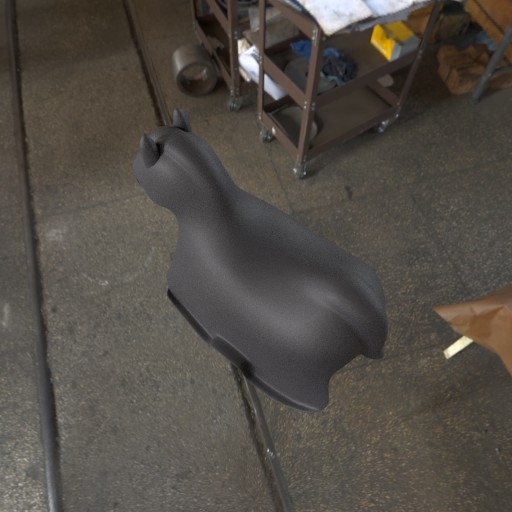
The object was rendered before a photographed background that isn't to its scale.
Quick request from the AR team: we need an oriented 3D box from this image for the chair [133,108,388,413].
[{"bbox_3d":[0.000,0.000,1.158,0.800,0.612,0.429,35,67,18],"label":"chair"}]
